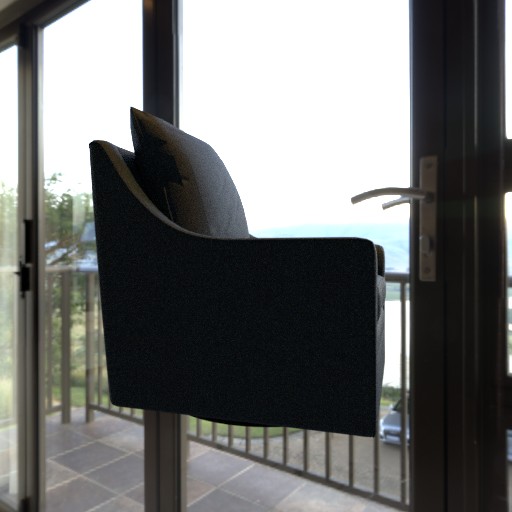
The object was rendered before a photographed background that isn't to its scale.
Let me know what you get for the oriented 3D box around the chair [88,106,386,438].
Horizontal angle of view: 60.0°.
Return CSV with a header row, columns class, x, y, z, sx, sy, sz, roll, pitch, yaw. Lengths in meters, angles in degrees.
class,x,y,z,sx,sy,sz,roll,pitch,yaw
chair,0.000,0.000,1.565,0.870,0.939,0.750,0,0,18
